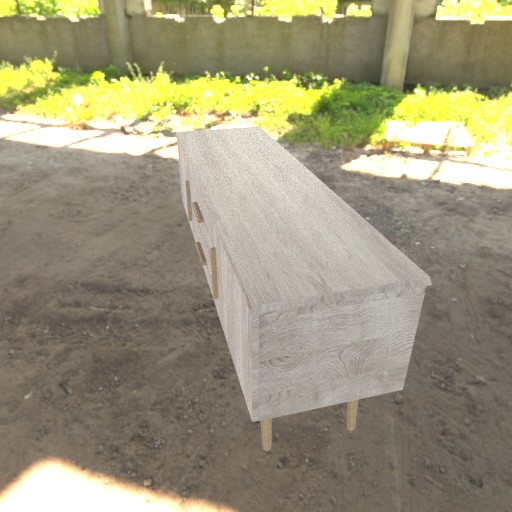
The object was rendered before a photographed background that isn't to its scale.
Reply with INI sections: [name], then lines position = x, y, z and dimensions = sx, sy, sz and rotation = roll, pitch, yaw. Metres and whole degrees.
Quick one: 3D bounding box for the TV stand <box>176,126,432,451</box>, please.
[TV stand]
position = 0.000, 0.000, 1.545
dimensions = 0.401, 0.565, 1.313
rotation = -8, 31, -13
